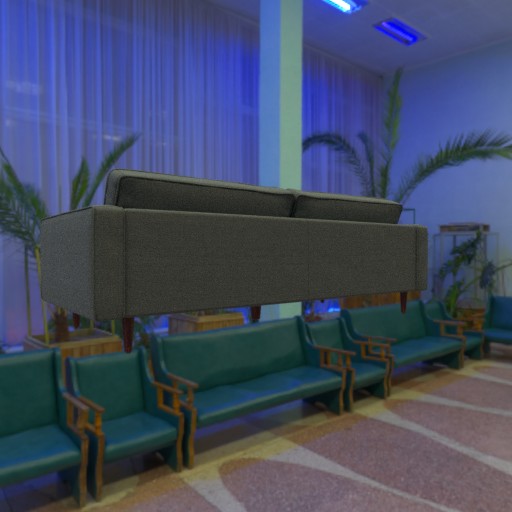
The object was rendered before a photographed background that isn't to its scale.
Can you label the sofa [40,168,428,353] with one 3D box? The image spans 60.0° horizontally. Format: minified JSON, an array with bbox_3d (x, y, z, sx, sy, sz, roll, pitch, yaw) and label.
[{"bbox_3d":[0.000,0.000,2.639,2.198,0.762,0.914,-1,1,-37],"label":"sofa"}]
